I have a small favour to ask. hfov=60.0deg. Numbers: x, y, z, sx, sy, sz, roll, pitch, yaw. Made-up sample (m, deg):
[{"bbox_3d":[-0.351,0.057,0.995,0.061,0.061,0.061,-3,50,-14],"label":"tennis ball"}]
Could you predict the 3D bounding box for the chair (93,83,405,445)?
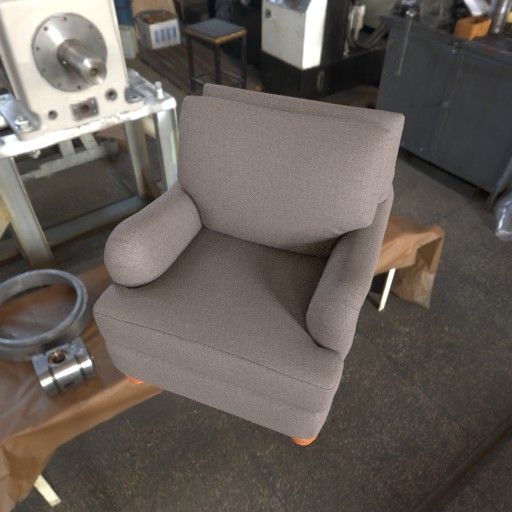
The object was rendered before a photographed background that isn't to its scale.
[{"bbox_3d":[0.000,0.000,1.837,0.955,1.038,1.070,15,45,15],"label":"chair"}]
